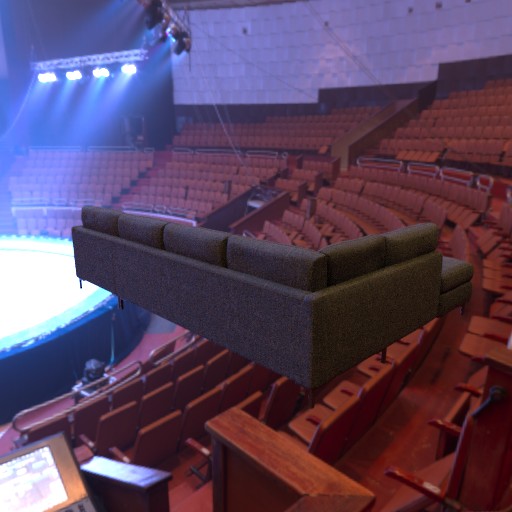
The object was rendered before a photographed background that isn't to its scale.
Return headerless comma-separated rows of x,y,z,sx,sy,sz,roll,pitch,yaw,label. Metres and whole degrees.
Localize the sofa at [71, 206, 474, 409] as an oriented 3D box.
0.000,0.000,3.580,1.879,0.753,2.737,-13,19,-43,sofa
